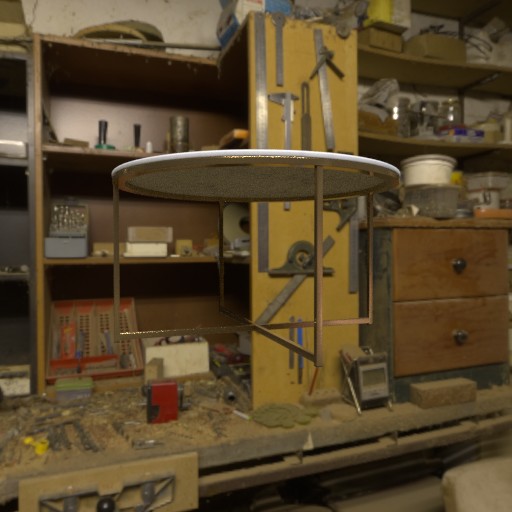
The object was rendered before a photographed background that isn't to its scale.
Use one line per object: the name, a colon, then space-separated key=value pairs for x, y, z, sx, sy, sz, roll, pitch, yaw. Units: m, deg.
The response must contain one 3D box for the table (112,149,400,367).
table: x=0.000 y=0.000 z=1.297 sx=0.800 sy=0.450 sz=0.800 roll=0 pitch=1 yaw=0
